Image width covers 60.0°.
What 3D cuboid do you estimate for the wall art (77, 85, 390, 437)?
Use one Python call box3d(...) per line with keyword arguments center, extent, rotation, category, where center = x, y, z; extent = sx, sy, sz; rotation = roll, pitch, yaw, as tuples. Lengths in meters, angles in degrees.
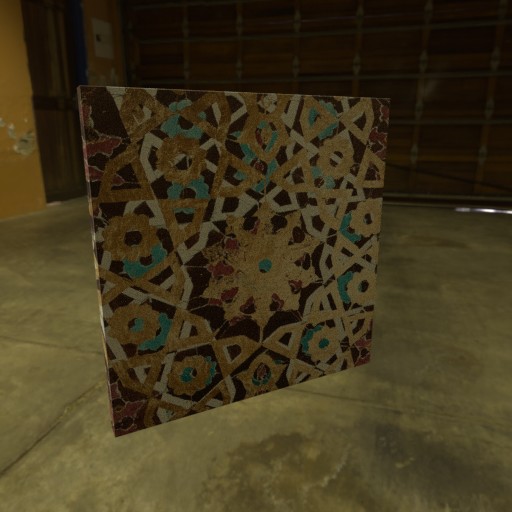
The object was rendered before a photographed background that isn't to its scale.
box3d(center=(0.000, 0.000, 0.891), extent=(0.609, 0.613, 0.041), rotation=(-8, 18, -26), category="wall art")
